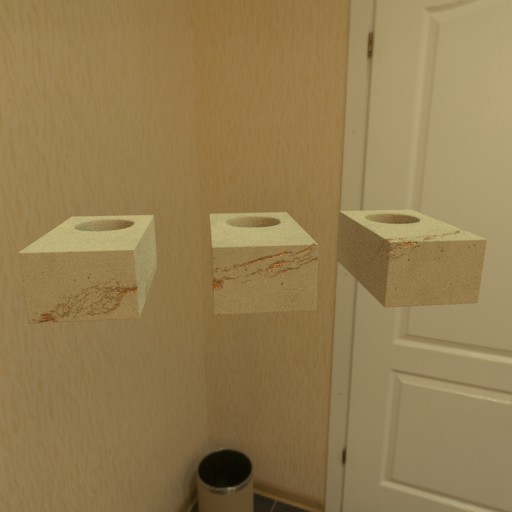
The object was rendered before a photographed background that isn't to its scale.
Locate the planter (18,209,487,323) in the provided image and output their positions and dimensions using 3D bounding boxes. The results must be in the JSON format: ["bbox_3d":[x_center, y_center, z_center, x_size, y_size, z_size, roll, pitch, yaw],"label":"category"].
[{"bbox_3d":[0.000,0.000,0.380,0.333,0.051,0.127,-2,16,-6],"label":"planter"}]
